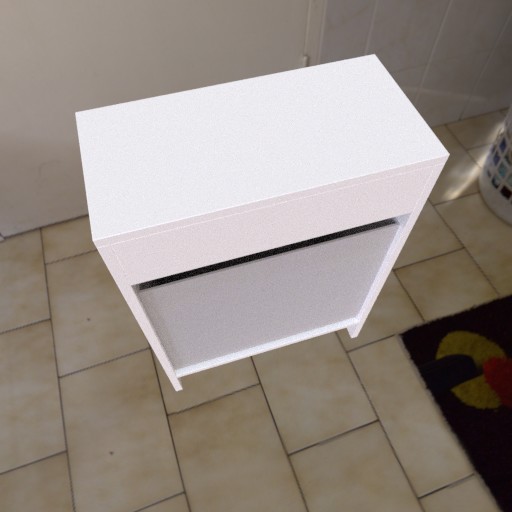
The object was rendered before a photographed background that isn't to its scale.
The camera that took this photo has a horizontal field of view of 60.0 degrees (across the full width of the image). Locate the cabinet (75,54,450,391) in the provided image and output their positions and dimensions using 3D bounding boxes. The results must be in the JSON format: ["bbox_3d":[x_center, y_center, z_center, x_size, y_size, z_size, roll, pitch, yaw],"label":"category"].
[{"bbox_3d":[0.000,0.000,1.124,0.600,0.815,0.296,-15,59,-9],"label":"cabinet"}]
